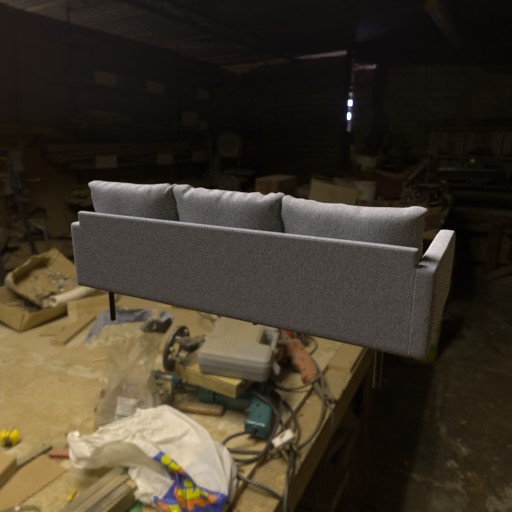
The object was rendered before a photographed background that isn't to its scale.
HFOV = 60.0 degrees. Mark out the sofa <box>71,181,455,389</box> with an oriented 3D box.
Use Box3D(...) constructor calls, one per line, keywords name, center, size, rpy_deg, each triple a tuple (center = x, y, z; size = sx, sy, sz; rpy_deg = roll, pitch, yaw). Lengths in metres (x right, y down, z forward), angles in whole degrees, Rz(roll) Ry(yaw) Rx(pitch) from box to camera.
Box3D(name="sofa", center=(0.000, 0.000, 2.513), size=(2.000, 0.830, 0.850), rpy_deg=(8, 17, 27))
